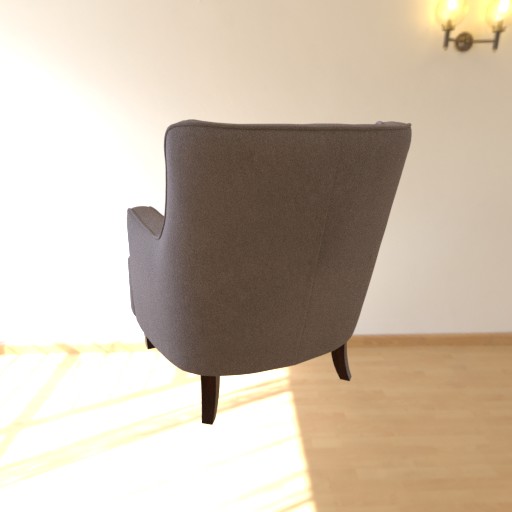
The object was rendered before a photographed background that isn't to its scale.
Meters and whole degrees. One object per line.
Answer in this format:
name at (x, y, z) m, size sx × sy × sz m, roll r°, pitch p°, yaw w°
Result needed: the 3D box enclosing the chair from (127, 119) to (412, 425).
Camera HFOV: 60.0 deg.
chair at (0.000, 0.000, 1.580) m, size 0.781 × 0.919 × 0.910 m, roll -8°, pitch 18°, yaw -26°
